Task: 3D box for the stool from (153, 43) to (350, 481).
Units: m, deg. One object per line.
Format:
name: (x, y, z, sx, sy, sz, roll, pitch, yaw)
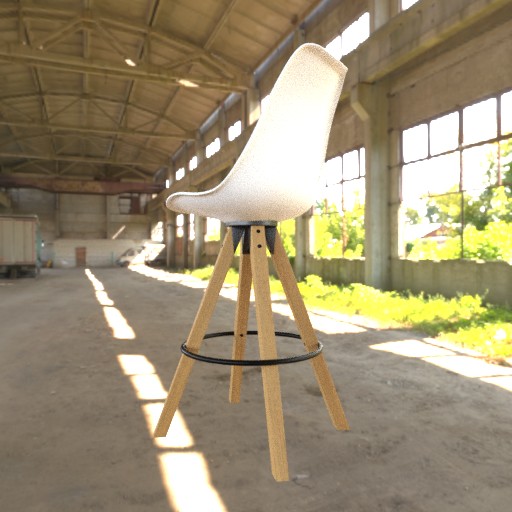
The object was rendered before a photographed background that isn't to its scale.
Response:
stool: (0.000, 0.000, 1.387, 0.549, 1.115, 0.482, 1, 1, 35)
